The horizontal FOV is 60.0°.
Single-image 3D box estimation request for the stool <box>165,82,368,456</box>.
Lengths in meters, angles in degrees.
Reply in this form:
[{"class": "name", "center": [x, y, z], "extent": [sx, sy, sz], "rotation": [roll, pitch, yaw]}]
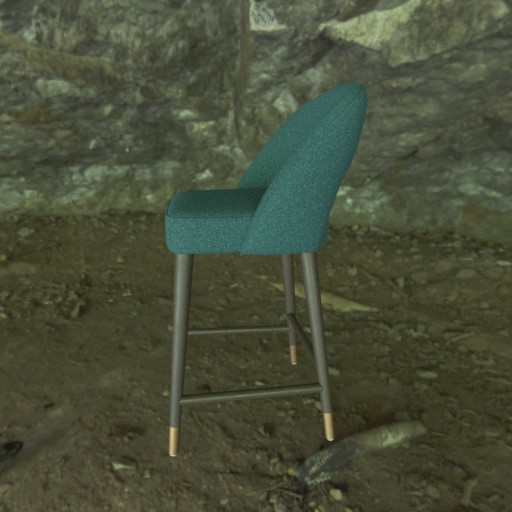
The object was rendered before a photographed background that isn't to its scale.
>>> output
[{"class": "stool", "center": [0.000, 0.000, 1.283], "extent": [0.522, 0.939, 0.536], "rotation": [-2, 14, -8]}]
